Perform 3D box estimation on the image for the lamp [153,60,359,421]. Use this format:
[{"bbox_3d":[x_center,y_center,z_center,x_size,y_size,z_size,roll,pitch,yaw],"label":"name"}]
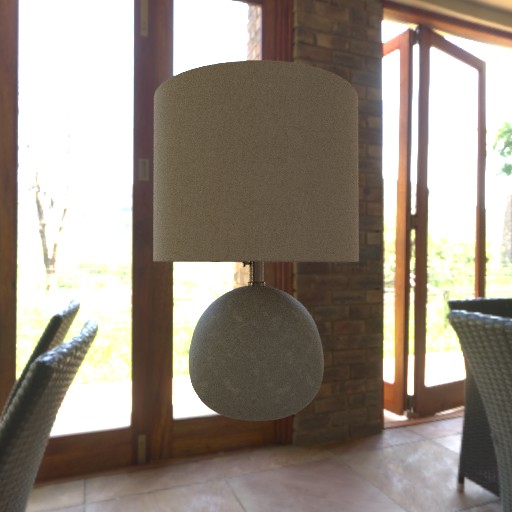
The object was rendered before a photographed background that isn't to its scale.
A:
[{"bbox_3d":[0.000,0.000,0.596,0.269,0.409,0.269,0,-1,-18],"label":"lamp"}]
